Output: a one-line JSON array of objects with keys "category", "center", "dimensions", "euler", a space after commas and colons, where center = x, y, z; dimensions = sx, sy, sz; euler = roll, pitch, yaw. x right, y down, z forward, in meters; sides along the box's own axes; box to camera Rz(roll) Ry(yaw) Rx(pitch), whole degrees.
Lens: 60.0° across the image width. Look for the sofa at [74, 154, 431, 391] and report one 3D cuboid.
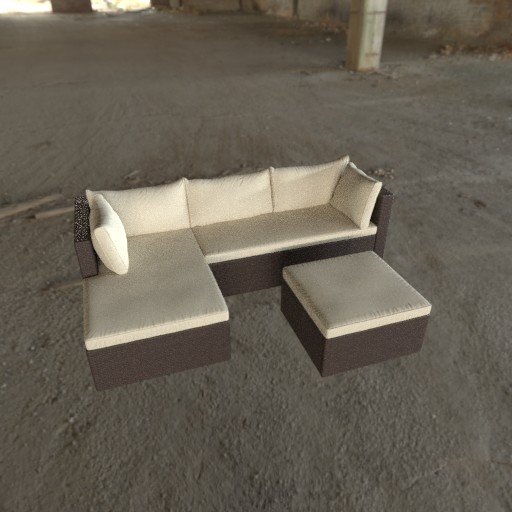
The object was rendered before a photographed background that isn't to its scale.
[{"category": "sofa", "center": [0.000, 0.000, 2.946], "dimensions": [2.192, 0.766, 1.612], "euler": [-10, 33, -16]}]
